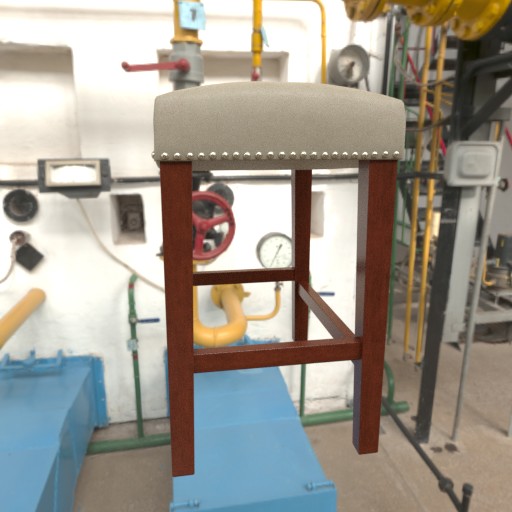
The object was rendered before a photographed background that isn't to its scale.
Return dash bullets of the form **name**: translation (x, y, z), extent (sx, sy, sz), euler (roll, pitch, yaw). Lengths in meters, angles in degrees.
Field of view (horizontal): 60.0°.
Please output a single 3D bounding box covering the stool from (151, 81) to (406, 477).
- **stool**: translation (0.000, 0.000, 0.925), extent (0.375, 0.632, 0.509), euler (-2, 15, -9)
